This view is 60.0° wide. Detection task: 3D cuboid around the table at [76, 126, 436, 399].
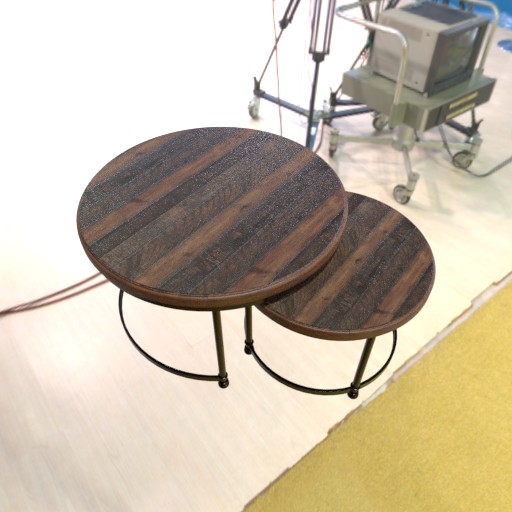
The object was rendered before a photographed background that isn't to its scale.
[{"bbox_3d":[0.000,0.000,1.608,1.152,0.516,0.870,9,47,9],"label":"table"}]
